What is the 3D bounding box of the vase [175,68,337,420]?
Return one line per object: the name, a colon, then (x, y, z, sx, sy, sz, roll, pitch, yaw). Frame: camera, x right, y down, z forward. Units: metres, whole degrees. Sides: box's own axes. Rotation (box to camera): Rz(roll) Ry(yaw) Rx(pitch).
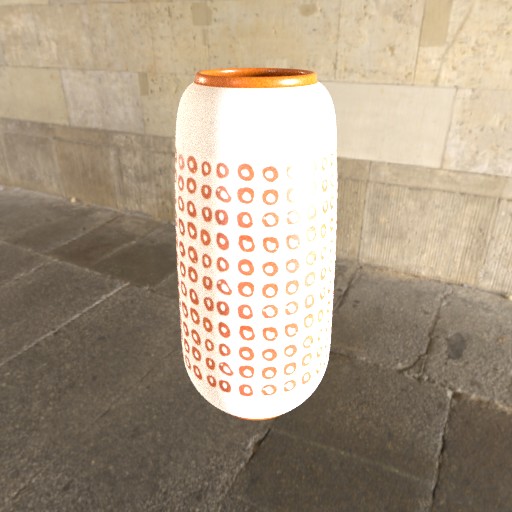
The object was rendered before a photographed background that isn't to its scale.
vase: (0.000, 0.000, 0.366, 0.133, 0.282, 0.133, 0, 27, 0)
